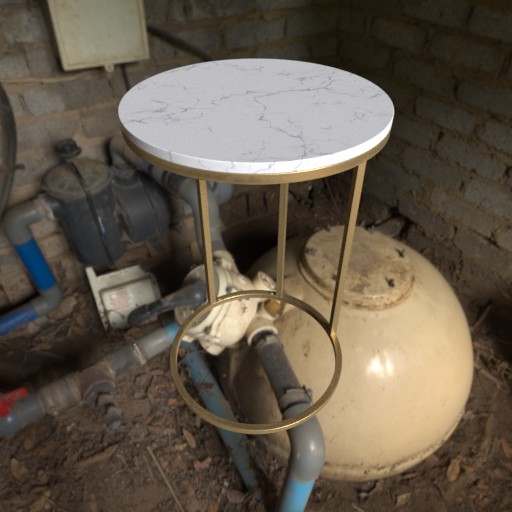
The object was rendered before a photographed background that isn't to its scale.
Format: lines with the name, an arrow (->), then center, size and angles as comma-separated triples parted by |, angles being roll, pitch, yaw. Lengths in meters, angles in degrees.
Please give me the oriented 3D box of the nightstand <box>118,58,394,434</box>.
nightstand -> 0.000, 0.000, 0.855 | 0.400, 0.610, 0.400 | 12, 41, 14
